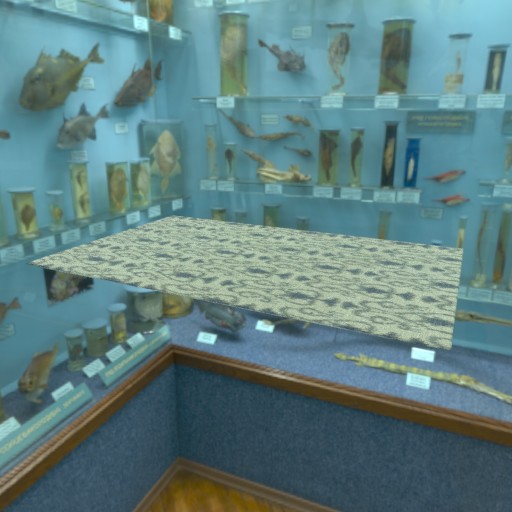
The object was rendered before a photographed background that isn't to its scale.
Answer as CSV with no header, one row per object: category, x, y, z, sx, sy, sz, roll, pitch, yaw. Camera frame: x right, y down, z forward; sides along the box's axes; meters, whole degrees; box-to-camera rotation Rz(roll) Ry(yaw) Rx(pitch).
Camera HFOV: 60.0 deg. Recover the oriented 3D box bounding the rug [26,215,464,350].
rug,0.000,0.000,1.963,1.652,0.006,1.035,8,19,24
